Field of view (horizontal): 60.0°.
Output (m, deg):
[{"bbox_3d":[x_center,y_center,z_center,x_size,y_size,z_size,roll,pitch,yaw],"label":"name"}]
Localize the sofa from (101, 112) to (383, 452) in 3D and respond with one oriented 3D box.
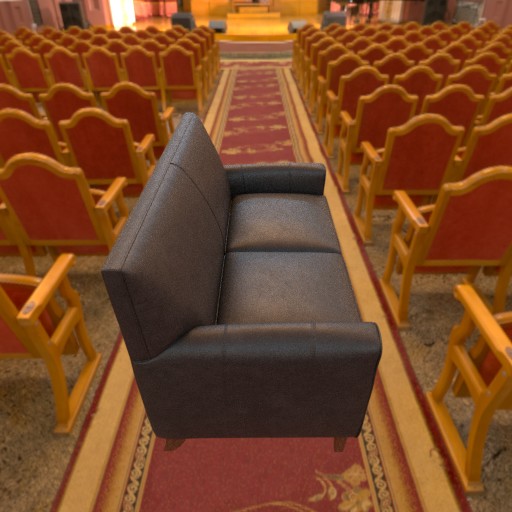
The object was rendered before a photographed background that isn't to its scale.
[{"bbox_3d":[0.000,0.000,1.968,0.787,0.871,1.473,0,33,0],"label":"sofa"}]
